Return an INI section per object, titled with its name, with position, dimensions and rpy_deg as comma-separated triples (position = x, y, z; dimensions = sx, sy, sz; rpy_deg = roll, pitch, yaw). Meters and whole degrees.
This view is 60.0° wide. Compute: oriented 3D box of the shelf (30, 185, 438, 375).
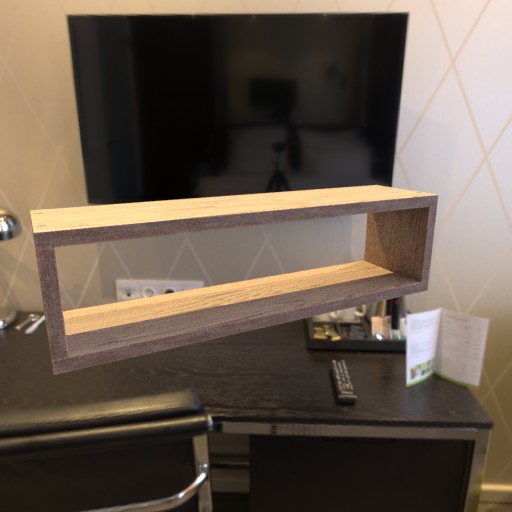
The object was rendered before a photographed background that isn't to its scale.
[shelf]
position = 0.000, 0.000, 0.692
dimensions = 0.610, 0.170, 0.150
rpy_deg = -8, 18, -26
